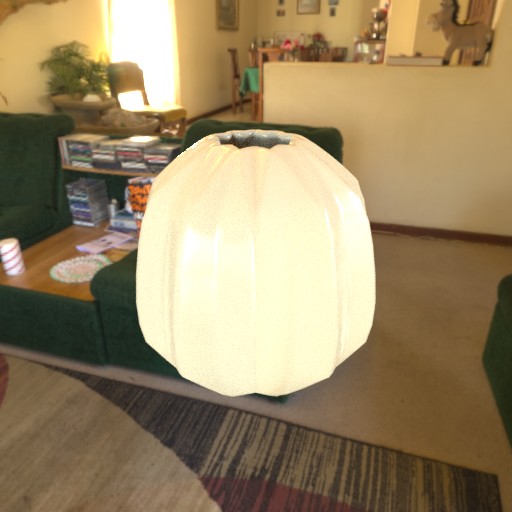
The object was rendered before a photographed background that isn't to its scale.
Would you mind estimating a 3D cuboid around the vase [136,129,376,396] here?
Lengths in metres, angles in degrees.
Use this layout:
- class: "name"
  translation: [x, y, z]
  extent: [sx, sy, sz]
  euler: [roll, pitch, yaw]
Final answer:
- class: "vase"
  translation: [0.000, 0.000, 0.256]
  extent: [0.139, 0.134, 0.139]
  euler: [0, 26, 0]
